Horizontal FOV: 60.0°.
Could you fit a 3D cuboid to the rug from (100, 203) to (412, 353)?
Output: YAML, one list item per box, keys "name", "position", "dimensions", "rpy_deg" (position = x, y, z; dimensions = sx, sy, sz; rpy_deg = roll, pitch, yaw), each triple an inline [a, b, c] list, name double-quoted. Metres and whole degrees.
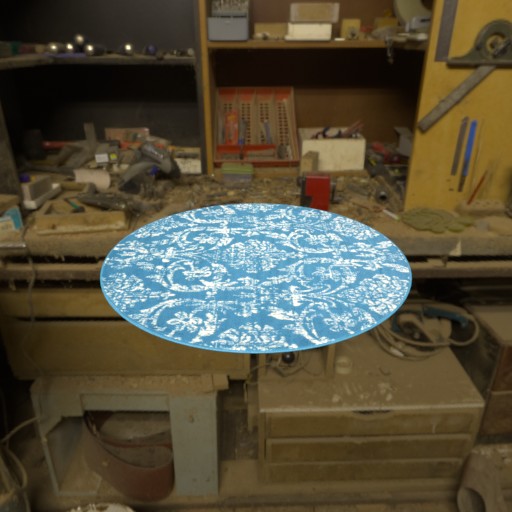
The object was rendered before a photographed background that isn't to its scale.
- name: "rug"
  position: [0.000, 0.000, 2.373]
  dimensions: [1.593, 0.012, 1.593]
  rpy_deg: [0, 27, 0]
